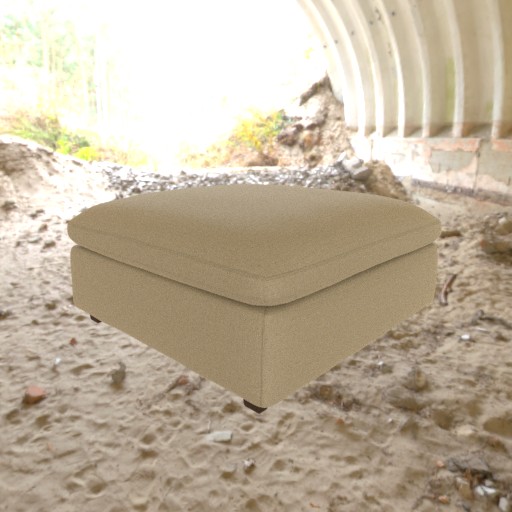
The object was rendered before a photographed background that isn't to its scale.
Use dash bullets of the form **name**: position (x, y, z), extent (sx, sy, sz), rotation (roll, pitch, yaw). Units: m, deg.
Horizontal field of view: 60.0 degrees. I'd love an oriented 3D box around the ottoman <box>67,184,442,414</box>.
- **ottoman**: position (0.000, 0.000, 1.592), extent (0.996, 0.467, 0.977), rotation (14, 20, 41)
